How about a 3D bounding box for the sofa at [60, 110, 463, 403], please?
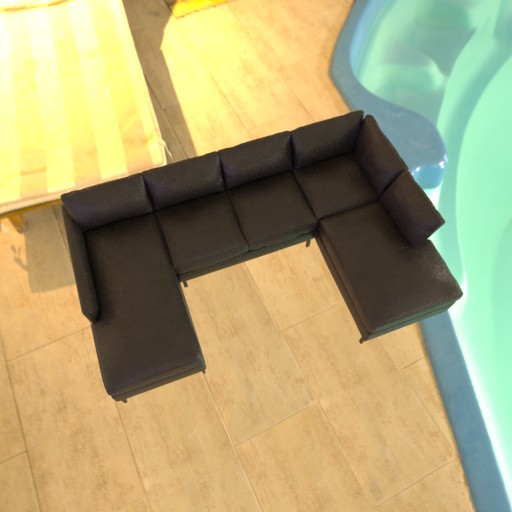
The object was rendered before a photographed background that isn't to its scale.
[{"bbox_3d":[0.000,0.000,3.859,2.956,0.900,1.939,-18,64,-9],"label":"sofa"}]
